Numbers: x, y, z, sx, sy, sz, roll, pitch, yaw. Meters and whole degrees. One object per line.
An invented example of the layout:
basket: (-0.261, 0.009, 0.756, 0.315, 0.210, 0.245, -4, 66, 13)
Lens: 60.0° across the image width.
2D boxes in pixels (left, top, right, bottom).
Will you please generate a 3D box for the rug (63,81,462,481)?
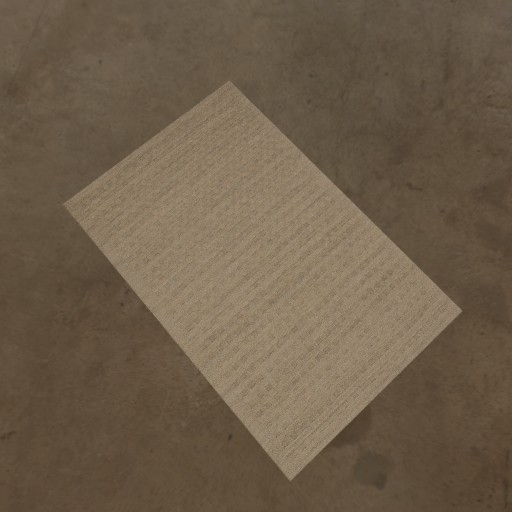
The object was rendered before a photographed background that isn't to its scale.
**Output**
rug: (0.000, 0.000, 2.241, 1.142, 0.006, 1.752, -40, 78, -10)
